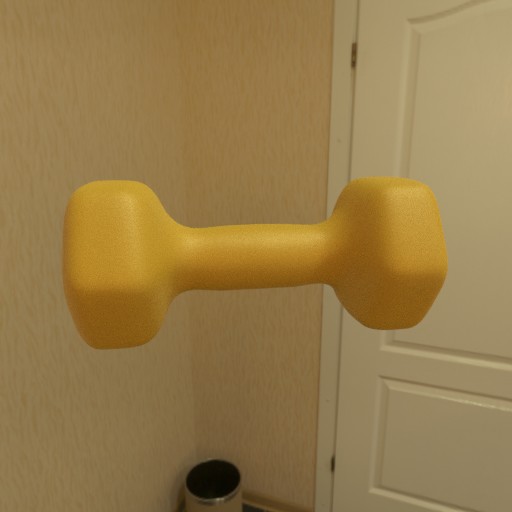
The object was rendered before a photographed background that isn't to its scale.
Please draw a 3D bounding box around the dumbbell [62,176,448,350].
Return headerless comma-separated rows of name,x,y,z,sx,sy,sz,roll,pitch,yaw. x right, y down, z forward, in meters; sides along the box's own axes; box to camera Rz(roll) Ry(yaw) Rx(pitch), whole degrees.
dumbbell,0.000,0.000,0.241,0.190,0.082,0.090,-2,15,-8
